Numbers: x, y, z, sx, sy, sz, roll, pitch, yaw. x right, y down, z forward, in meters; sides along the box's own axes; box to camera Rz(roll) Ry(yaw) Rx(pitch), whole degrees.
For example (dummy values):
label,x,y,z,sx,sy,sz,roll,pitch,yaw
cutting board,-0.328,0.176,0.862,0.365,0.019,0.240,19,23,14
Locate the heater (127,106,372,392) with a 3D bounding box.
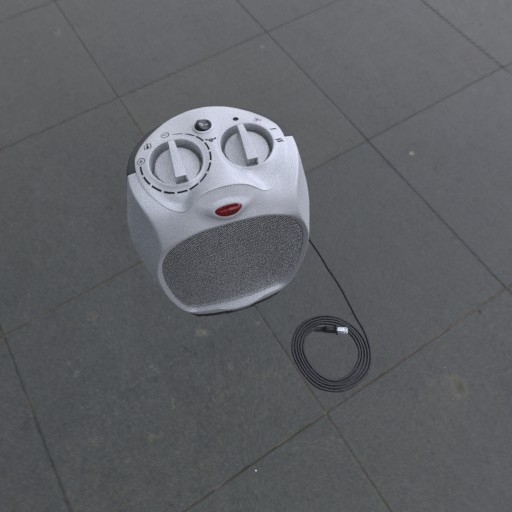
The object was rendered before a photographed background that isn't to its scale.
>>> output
label,x,y,z,sx,sy,sz,roll,pitch,yaw
heater,0.000,0.000,0.470,0.239,0.255,0.291,-15,65,-7
